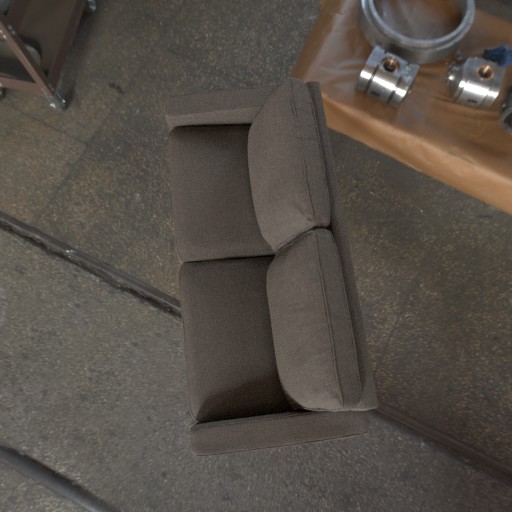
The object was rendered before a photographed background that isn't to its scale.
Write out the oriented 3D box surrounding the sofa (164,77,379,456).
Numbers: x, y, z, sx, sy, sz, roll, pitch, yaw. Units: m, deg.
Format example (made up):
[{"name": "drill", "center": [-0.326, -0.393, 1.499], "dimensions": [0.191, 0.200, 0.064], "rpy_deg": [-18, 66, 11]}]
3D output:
[{"name": "sofa", "center": [0.000, 0.000, 2.607], "dimensions": [0.940, 0.919, 2.080], "rpy_deg": [-7, 75, -2]}]
